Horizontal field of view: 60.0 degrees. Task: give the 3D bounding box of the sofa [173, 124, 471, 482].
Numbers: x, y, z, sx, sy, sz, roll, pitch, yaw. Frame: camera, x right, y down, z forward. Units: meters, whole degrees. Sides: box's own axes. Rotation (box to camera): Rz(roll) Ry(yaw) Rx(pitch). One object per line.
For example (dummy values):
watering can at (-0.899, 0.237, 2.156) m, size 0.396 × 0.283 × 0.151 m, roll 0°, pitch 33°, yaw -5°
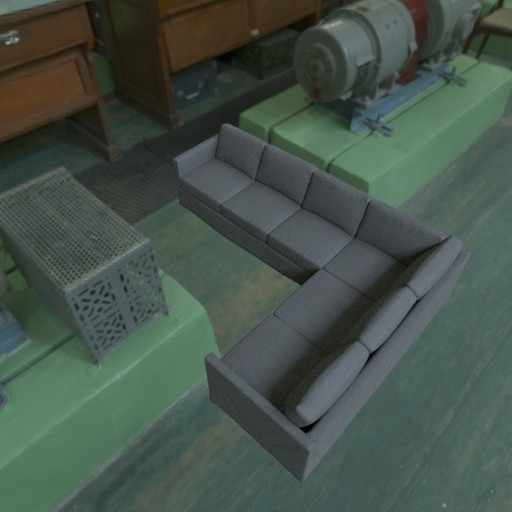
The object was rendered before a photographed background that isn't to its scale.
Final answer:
sofa at (0.000, 0.000, 4.371) m, size 3.182 × 0.871 × 2.432 m, roll 34°, pitch 56°, yaw 28°
